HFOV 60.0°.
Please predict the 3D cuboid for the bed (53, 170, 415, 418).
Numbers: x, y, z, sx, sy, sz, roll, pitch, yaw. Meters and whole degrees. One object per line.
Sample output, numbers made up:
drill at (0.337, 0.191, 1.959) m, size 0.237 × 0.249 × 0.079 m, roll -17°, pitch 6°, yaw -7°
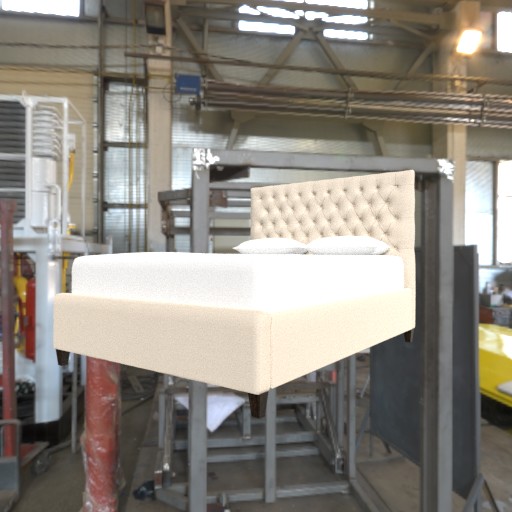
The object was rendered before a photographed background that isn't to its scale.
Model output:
bed at (0.000, 0.000, 3.296) m, size 1.696 × 1.426 × 2.233 m, roll 0°, pitch 0°, yaw 36°
